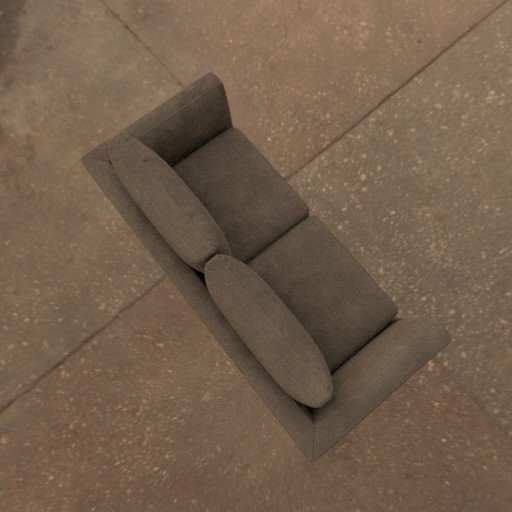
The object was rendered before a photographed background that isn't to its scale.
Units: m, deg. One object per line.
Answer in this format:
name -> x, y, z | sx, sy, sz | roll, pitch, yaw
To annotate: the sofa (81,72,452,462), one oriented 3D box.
sofa -> 0.000, 0.000, 2.346 | 0.855, 1.013, 1.832 | -37, 77, -10
